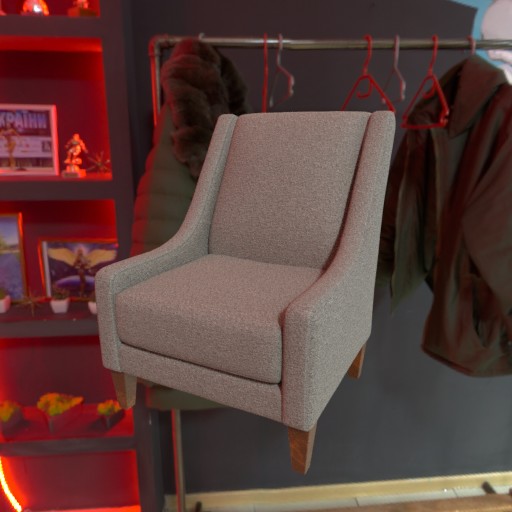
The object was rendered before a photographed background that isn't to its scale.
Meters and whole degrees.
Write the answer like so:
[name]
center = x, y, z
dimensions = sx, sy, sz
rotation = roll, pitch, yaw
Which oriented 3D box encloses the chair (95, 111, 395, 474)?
[chair]
center = 0.000, 0.000, 1.598
dimensions = 0.774, 1.016, 0.870
rotation = 8, 17, 26
